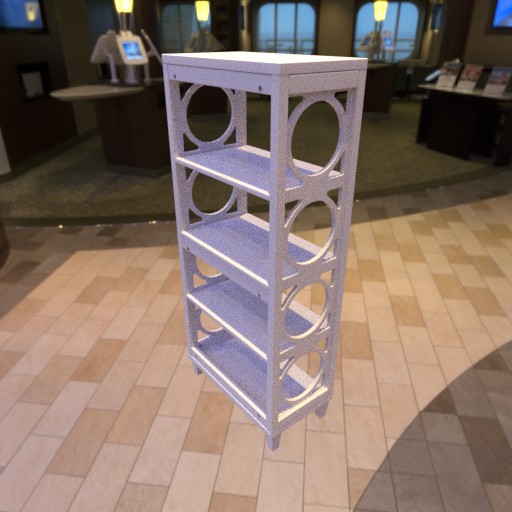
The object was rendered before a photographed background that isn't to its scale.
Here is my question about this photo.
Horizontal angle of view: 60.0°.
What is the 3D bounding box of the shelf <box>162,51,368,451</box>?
[{"bbox_3d":[0.000,0.000,1.713,0.340,1.411,0.611,-20,33,-34],"label":"shelf"}]
